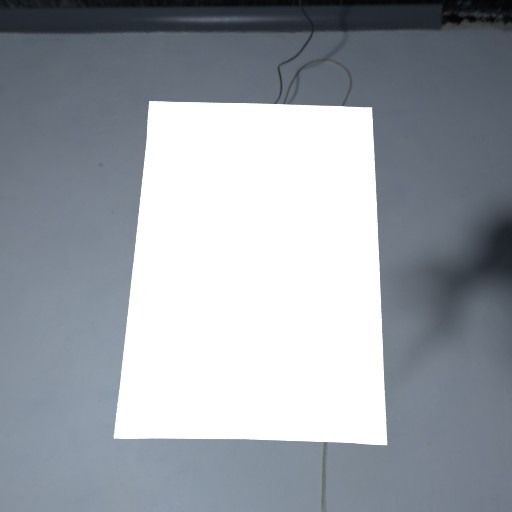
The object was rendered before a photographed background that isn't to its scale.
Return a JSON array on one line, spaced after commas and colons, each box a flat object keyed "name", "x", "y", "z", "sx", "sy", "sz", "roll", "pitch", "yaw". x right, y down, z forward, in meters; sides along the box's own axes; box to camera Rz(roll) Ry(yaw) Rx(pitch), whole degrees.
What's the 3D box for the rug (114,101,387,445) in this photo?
[{"name": "rug", "x": 0.000, "y": 0.000, "z": 3.656, "sx": 2.032, "sy": 0.038, "sz": 2.869, "roll": 2, "pitch": 75, "yaw": 0}]
